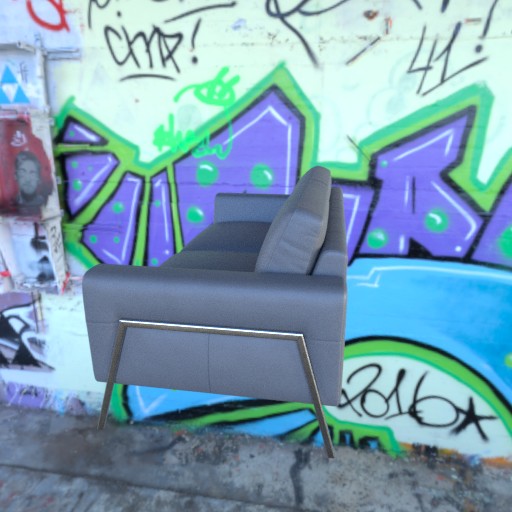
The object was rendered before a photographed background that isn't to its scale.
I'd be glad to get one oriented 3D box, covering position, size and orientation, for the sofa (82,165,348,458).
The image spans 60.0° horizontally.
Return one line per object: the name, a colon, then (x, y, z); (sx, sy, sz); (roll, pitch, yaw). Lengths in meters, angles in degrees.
sofa: (0.000, 0.000, 2.493); (0.953, 0.875, 2.017); (3, 17, 10)
